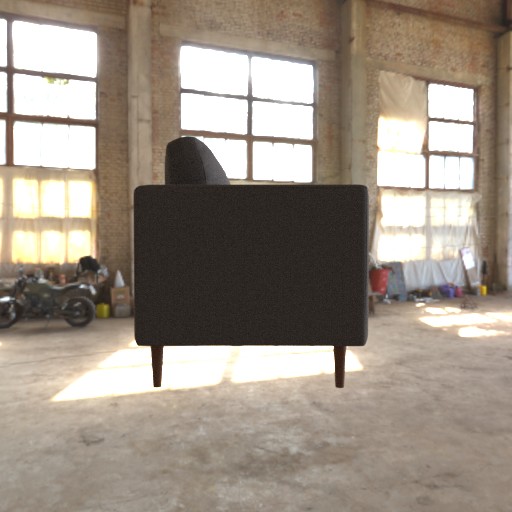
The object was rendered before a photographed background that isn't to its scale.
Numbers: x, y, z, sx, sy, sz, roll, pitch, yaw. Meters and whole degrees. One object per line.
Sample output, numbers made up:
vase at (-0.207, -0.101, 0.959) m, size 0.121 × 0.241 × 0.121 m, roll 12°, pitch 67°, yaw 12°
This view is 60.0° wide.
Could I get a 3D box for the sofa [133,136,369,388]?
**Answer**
sofa at (0.000, 0.000, 2.454) m, size 0.802 × 0.912 × 2.029 m, roll 0°, pitch 1°, yaw 0°
